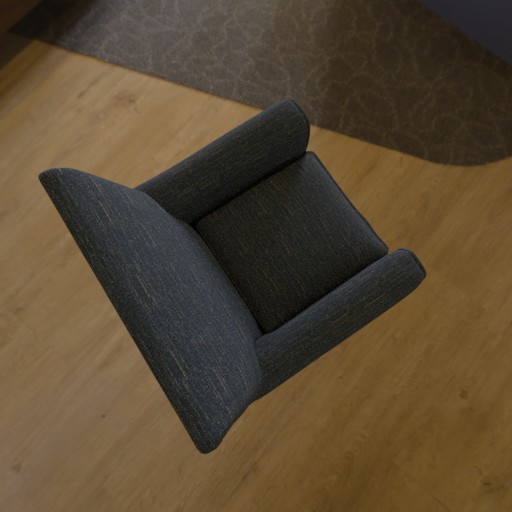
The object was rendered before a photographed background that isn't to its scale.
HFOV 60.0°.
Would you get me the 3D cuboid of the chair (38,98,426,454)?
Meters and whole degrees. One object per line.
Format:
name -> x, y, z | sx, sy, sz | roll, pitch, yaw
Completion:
chair -> 0.000, 0.000, 1.618 | 0.873, 0.928, 0.864 | -33, 78, -8
